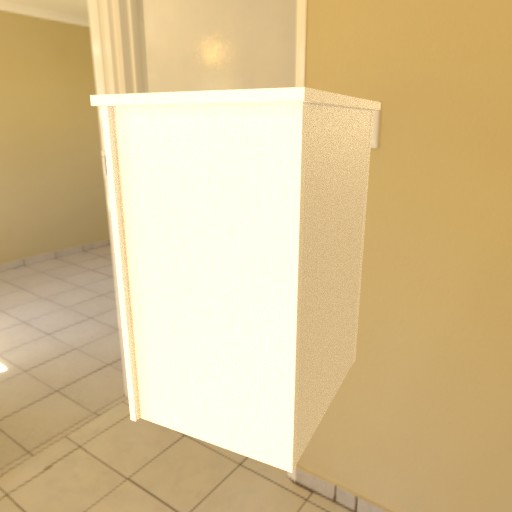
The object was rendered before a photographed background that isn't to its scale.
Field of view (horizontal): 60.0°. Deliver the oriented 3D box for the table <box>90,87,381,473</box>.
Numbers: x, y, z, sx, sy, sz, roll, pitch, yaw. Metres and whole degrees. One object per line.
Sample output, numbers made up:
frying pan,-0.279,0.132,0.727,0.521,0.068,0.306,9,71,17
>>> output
table,0.000,0.000,0.951,0.381,0.635,0.480,8,18,25
